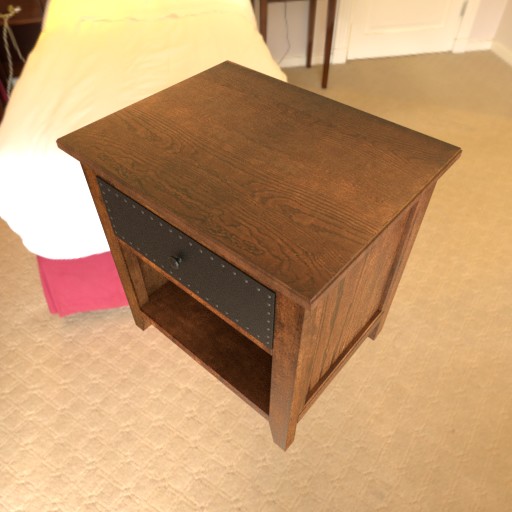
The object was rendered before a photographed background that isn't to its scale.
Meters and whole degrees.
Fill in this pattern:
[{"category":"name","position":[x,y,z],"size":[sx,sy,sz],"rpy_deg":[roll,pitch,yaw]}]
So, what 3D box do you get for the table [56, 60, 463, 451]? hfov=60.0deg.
[{"category":"table","position":[0.000,0.000,1.022],"size":[0.586,0.597,0.461],"rpy_deg":[32,54,27]}]
